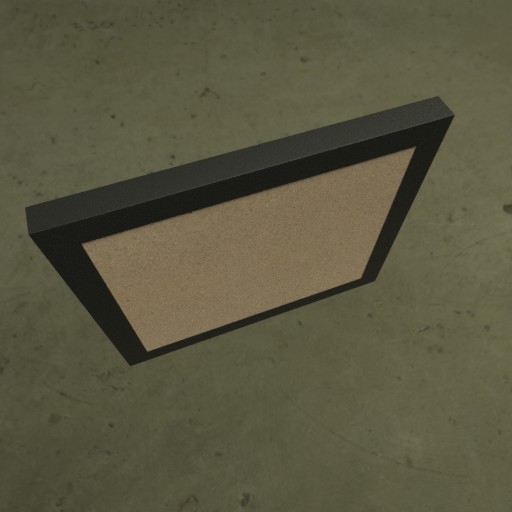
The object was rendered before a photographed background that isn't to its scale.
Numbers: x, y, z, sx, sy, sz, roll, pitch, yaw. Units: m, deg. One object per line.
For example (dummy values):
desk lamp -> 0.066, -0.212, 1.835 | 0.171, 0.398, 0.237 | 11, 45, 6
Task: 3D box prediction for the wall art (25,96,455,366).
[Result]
wall art -> 0.000, 0.000, 0.516 | 0.381, 0.321, 0.028 | -18, 60, -11
